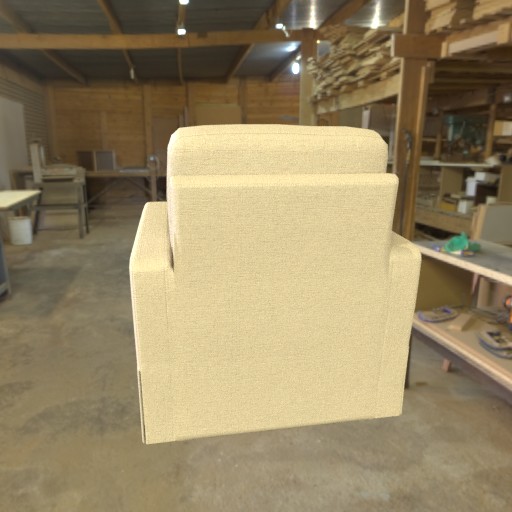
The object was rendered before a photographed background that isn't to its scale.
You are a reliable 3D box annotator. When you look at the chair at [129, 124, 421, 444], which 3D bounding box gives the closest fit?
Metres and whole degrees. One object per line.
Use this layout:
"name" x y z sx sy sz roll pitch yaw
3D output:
"chair" 0.000 0.000 1.500 0.755 0.827 0.888 -2 14 -10
